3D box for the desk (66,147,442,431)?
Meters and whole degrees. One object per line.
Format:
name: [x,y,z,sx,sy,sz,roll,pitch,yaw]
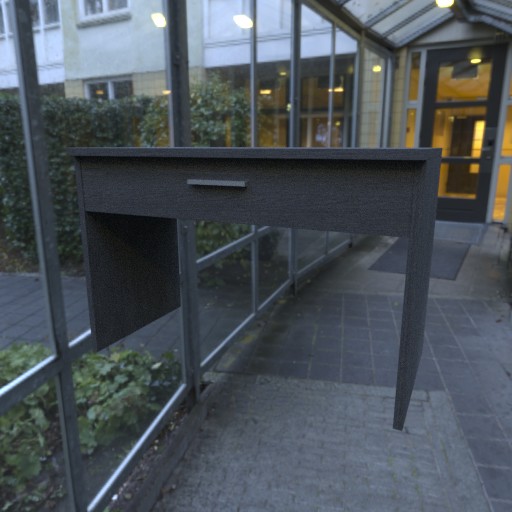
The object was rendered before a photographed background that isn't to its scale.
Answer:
desk: [0.000,0.000,1.538,1.099,0.729,0.557,7,15,25]
